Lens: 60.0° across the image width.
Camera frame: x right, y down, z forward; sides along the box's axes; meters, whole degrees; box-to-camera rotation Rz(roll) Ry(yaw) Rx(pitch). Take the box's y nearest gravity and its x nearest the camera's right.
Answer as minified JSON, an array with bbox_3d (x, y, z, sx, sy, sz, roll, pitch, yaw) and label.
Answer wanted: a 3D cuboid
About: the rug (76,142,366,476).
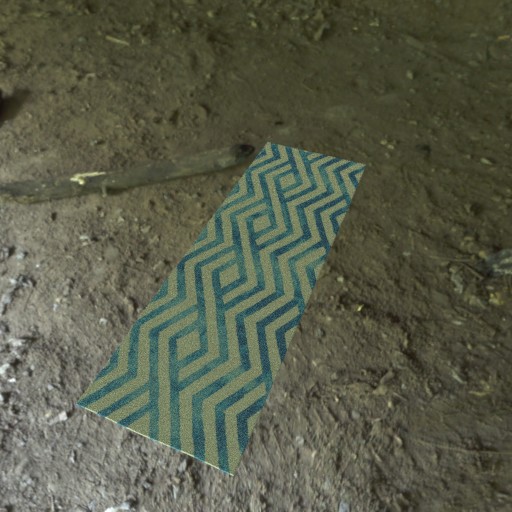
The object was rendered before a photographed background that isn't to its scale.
[{"bbox_3d":[0.000,0.000,1.685,0.503,0.007,1.492,17,49,15],"label":"rug"}]
